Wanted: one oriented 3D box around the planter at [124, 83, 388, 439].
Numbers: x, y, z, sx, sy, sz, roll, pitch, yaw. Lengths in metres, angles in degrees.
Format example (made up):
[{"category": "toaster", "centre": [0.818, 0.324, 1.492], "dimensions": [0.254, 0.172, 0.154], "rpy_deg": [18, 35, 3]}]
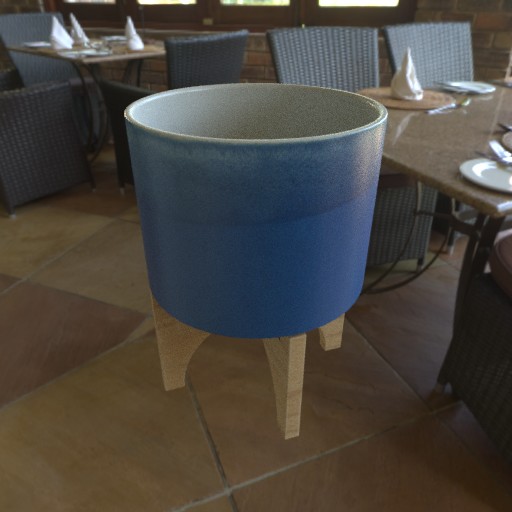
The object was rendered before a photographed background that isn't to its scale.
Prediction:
[{"category": "planter", "centre": [0.000, 0.000, 0.400], "dimensions": [0.192, 0.263, 0.192], "rpy_deg": [0, 31, 0]}]
